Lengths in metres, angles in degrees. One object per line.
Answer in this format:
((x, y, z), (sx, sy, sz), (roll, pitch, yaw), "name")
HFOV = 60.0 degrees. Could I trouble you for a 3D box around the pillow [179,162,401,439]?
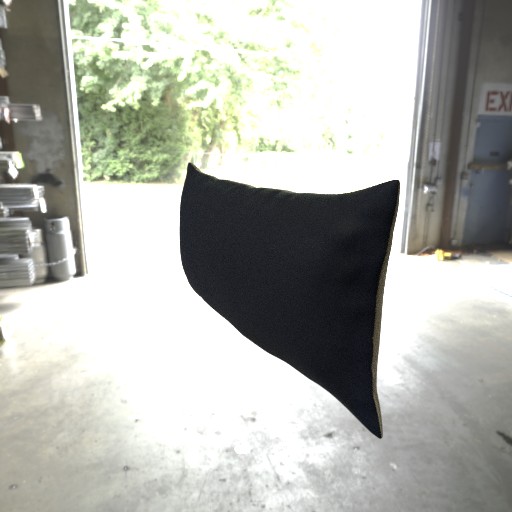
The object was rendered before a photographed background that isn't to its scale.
((0.000, 0.000, 0.721), (0.151, 0.287, 0.610), (-7, 16, -27), "pillow")
